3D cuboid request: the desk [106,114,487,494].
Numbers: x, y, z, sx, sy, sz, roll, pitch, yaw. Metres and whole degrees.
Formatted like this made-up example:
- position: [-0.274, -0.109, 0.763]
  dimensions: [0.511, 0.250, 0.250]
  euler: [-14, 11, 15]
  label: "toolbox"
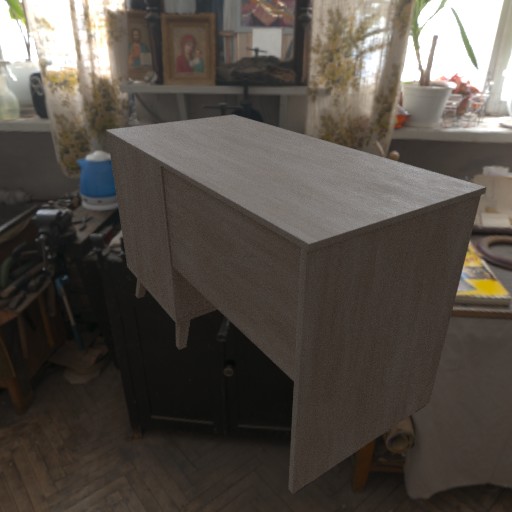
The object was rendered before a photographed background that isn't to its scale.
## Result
- position: [0.000, 0.000, 1.638]
  dimensions: [0.600, 0.770, 1.251]
  euler: [-17, 32, -30]
  label: "desk"
